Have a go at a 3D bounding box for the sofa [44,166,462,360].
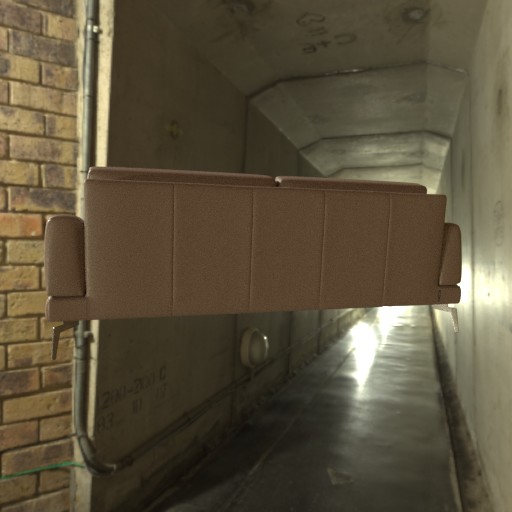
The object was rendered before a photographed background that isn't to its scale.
[{"bbox_3d":[0.000,0.000,2.339,1.940,0.765,0.974,0,1,-17],"label":"sofa"}]
